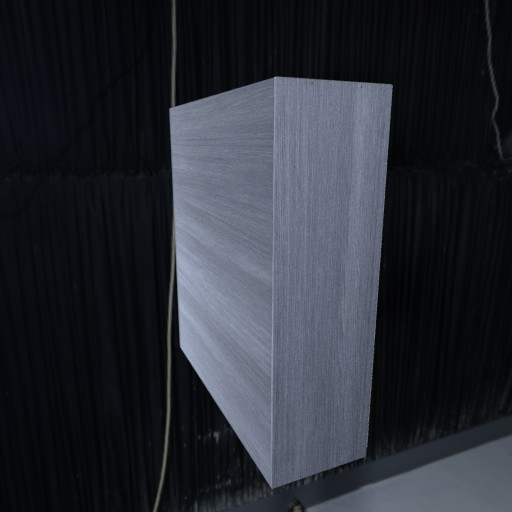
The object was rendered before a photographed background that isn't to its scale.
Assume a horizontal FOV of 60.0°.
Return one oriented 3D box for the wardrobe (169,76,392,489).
[{"bbox_3d":[0.000,0.000,2.917,0.629,1.960,1.780,-6,15,-24],"label":"wardrobe"}]
